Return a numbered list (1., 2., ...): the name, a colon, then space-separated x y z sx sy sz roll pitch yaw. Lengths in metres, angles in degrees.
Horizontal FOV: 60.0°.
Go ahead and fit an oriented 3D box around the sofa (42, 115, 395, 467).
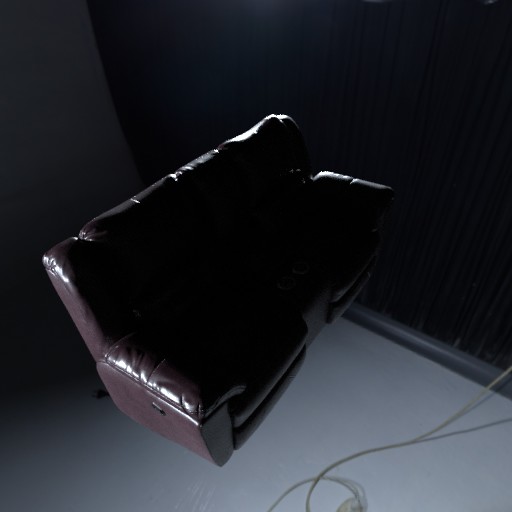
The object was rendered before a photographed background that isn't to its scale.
1. sofa: 0.000 0.000 2.604 0.991 1.043 2.058 24 45 26
